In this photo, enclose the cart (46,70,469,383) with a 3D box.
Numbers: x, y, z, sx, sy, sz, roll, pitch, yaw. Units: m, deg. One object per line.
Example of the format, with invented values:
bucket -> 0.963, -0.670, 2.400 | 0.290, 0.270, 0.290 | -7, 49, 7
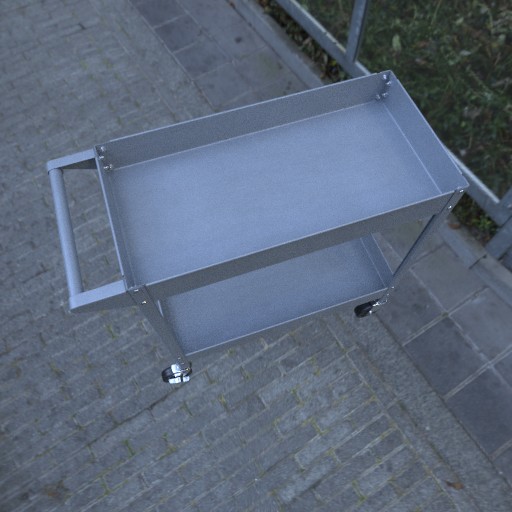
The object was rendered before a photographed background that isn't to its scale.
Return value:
cart -> 0.000, 0.000, 1.183 | 0.779, 0.719, 0.366 | -17, 64, -8
